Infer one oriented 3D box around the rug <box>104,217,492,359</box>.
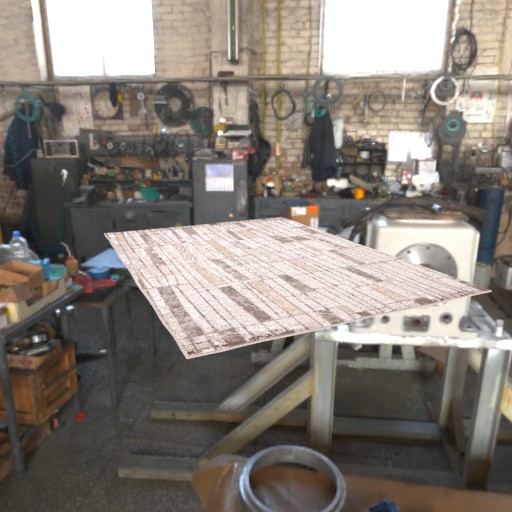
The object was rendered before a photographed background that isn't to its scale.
[{"bbox_3d":[0.000,0.000,4.368,2.449,0.019,3.357,-7,17,-25],"label":"rug"}]
